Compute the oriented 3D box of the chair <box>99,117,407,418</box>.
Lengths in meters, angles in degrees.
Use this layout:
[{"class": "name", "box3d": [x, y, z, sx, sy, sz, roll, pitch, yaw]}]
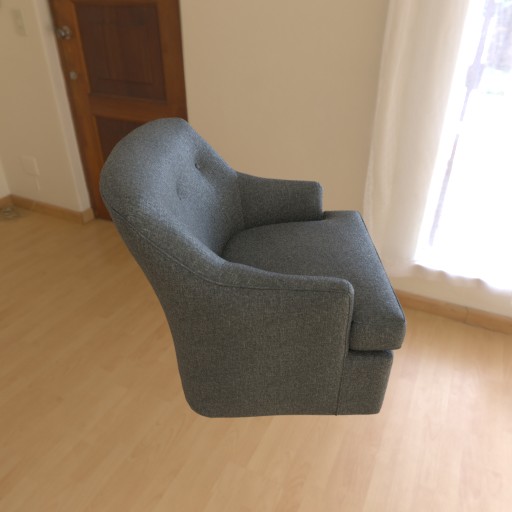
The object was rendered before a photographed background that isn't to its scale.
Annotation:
[{"class": "chair", "box3d": [0.000, 0.000, 1.626, 0.923, 0.856, 0.864, 0, 31, 0]}]
